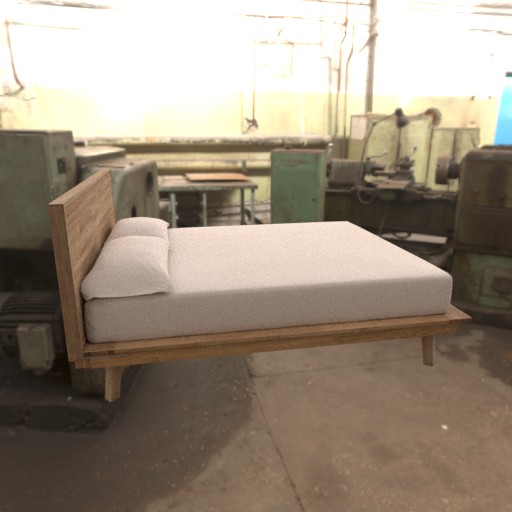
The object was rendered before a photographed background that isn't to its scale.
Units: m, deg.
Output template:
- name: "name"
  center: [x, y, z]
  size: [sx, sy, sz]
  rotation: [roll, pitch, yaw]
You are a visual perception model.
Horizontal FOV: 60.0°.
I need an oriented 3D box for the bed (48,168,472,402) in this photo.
- name: "bed"
  center: [0.000, 0.000, 3.036]
  size: [2.145, 1.071, 1.759]
  rotation: [-3, 16, -11]
